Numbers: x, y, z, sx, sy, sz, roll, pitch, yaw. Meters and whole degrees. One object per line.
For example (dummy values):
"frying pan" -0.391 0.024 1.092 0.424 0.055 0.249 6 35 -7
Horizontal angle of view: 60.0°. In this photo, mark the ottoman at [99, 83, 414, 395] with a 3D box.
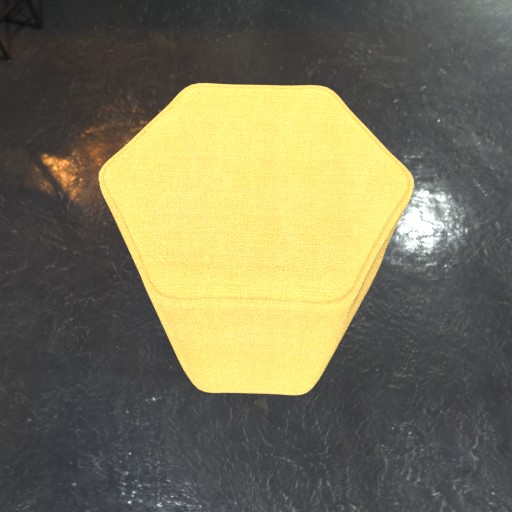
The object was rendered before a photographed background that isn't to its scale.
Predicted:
"ottoman" 0.000 0.000 0.888 0.494 0.502 0.443 1 59 1
